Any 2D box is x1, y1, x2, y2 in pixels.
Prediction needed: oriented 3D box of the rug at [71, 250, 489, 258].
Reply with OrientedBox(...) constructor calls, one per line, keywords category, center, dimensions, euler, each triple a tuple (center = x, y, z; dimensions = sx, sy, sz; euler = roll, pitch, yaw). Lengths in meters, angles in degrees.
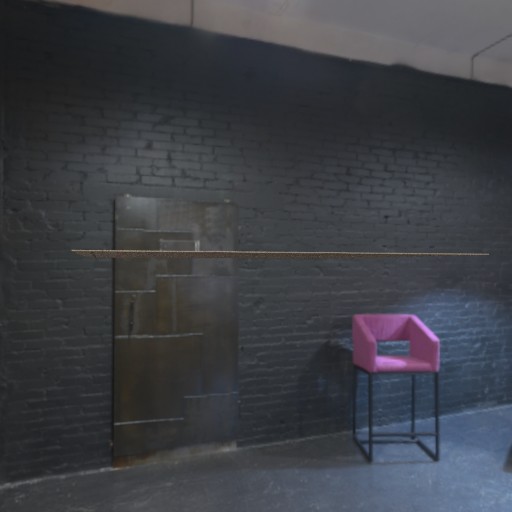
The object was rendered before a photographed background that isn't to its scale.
OrientedBox(category="rug", center=(0.000, 0.000, 4.149), dimensions=(3.048, 0.012, 2.444), euler=(0, -1, -19))
